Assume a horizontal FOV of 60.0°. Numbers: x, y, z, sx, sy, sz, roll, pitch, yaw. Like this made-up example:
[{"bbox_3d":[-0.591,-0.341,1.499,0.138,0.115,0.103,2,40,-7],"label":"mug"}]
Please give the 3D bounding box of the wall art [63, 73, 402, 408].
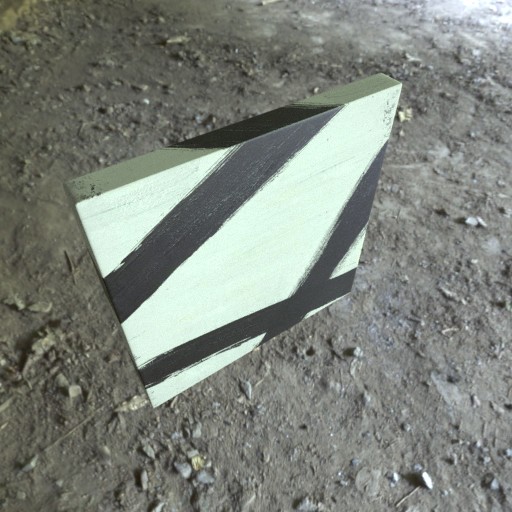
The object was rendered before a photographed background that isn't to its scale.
[{"bbox_3d":[0.000,0.000,0.773,0.507,0.508,0.050,-26,52,-23],"label":"wall art"}]
